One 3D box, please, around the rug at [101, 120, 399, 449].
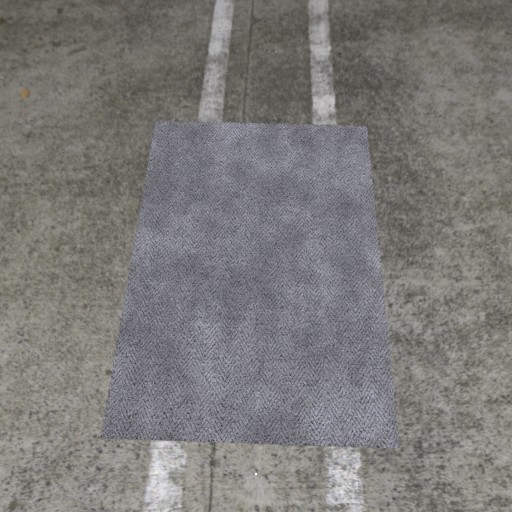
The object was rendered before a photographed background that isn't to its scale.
[{"bbox_3d":[0.000,0.000,2.861,1.600,0.008,2.235,2,64,1],"label":"rug"}]
